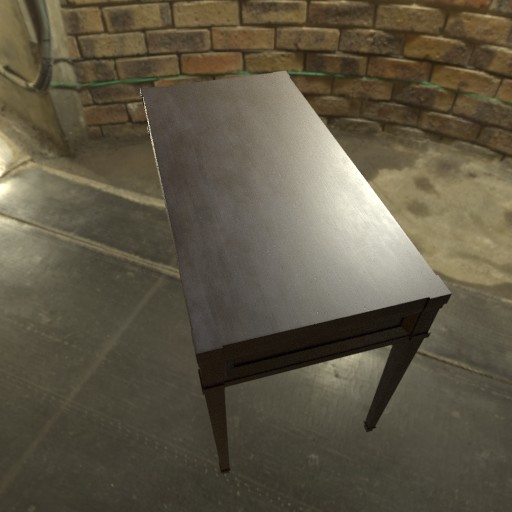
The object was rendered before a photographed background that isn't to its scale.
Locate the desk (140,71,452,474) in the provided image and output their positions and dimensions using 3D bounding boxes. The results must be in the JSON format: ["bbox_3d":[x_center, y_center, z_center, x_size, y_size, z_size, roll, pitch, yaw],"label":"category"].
[{"bbox_3d":[0.000,0.000,1.755,0.630,0.861,1.289,-11,47,-11],"label":"desk"}]
